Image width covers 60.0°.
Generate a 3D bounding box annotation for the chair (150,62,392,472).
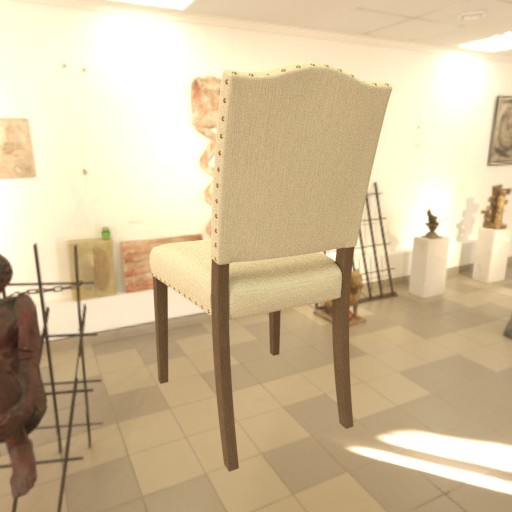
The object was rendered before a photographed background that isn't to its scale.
[{"bbox_3d":[0.000,0.000,1.348,0.508,1.015,0.619,-7,16,-27],"label":"chair"}]
